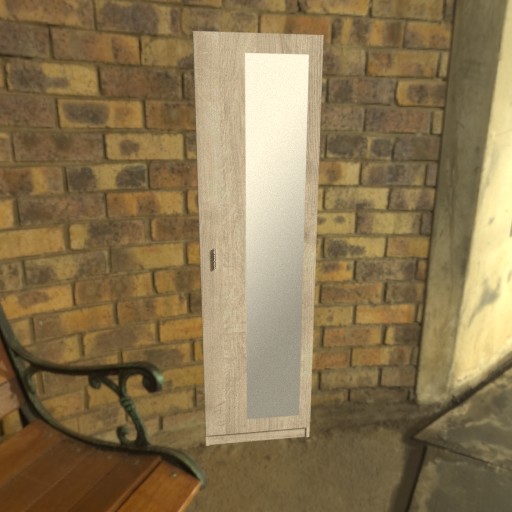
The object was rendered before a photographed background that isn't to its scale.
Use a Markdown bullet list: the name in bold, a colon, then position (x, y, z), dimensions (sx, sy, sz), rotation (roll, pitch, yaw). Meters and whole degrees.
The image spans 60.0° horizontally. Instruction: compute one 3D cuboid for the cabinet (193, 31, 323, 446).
- **cabinet**: position (0.000, 0.000, 1.990), dimensions (0.500, 1.790, 0.230), rotation (-2, 14, -7)
